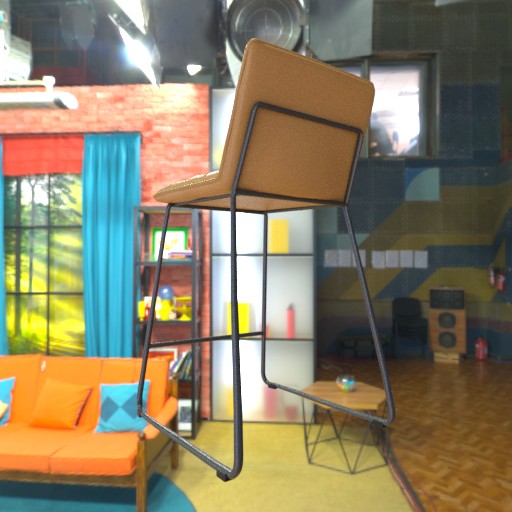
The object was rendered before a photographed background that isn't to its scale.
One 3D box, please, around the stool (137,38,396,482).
[{"bbox_3d":[0.000,0.000,1.173,0.489,0.866,0.524,1,-1,-36],"label":"stool"}]
